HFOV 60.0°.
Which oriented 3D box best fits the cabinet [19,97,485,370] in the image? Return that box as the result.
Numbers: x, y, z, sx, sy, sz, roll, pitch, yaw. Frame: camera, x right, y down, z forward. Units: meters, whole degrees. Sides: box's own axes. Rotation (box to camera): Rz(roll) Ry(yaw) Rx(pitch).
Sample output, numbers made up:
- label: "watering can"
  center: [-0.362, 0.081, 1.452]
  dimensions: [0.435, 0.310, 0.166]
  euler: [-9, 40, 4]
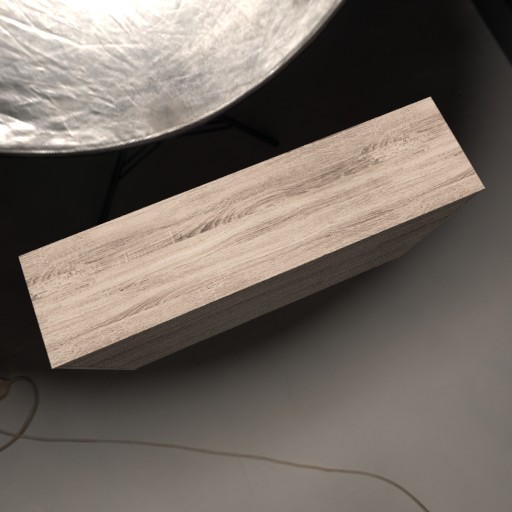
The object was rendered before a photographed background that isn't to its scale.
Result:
- label: "cabinet"
  center: [0.000, 0.000, 1.841]
  dimensions: [1.450, 0.900, 0.380]
  euler: [-22, 76, -6]
